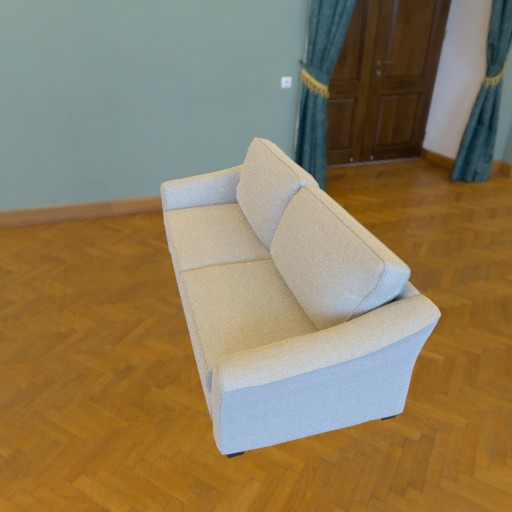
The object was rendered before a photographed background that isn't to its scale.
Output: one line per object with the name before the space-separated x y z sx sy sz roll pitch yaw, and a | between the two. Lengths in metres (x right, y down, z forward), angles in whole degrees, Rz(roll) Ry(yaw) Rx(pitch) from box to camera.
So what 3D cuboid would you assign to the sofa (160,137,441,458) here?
sofa | 0.000 0.000 2.782 0.980 0.965 2.270 -9 32 -14
